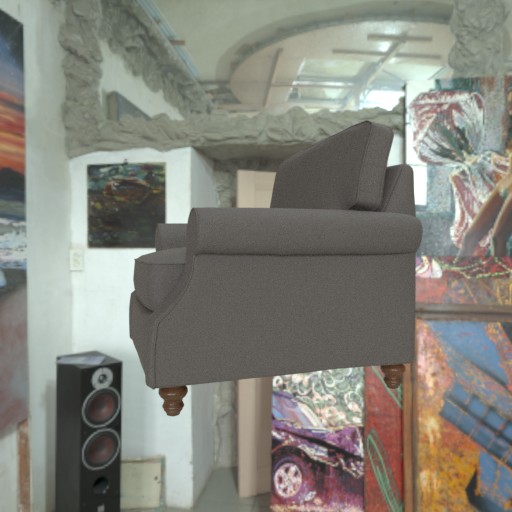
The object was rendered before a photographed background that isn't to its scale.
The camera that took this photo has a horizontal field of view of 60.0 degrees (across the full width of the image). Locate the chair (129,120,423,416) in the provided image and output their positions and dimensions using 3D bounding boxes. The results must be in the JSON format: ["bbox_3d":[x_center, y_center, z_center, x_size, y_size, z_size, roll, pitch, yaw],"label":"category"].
[{"bbox_3d":[0.000,0.000,1.831,0.966,0.967,1.029,0,1,-19],"label":"chair"}]
